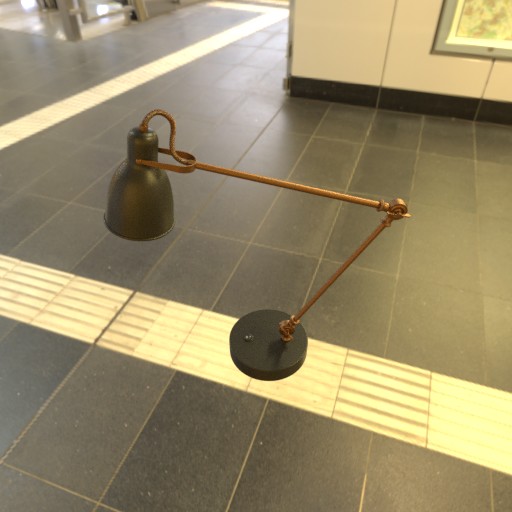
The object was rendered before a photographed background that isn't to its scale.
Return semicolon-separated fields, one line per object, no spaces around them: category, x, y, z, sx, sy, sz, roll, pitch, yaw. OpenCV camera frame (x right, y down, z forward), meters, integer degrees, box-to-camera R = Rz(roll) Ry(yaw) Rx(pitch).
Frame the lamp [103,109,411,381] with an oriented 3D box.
lamp;0.000;0.000;0.887;0.561;0.587;0.187;0;40;0
